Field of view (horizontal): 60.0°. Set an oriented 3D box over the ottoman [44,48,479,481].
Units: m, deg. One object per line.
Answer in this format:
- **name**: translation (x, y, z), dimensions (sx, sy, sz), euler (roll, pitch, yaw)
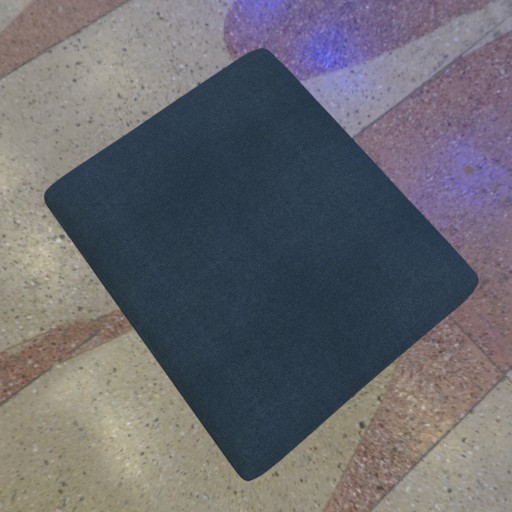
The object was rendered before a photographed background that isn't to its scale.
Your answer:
- **ottoman**: translation (0.000, 0.000, 1.195), dimensions (0.693, 0.474, 0.821), euler (-37, 78, -9)
